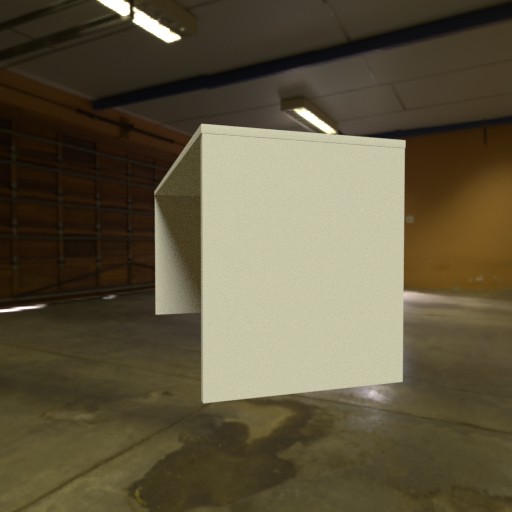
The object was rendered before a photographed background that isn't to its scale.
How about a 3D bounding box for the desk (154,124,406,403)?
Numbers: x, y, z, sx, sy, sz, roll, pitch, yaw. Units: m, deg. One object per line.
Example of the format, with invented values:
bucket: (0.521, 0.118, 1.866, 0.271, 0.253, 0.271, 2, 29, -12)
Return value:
desk: (0.000, 0.000, 2.070, 0.802, 0.750, 1.600, 0, 2, -17)
